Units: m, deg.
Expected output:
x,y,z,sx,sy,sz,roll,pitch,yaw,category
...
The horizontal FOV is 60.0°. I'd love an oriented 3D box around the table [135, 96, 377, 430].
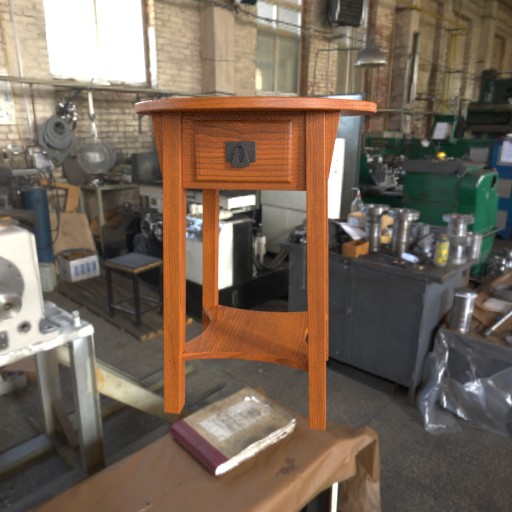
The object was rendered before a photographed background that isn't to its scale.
x,y,z,sx,sy,sz,roll,pitch,yaw,category
0.000,0.000,0.947,0.457,0.610,0.457,0,16,0,table
